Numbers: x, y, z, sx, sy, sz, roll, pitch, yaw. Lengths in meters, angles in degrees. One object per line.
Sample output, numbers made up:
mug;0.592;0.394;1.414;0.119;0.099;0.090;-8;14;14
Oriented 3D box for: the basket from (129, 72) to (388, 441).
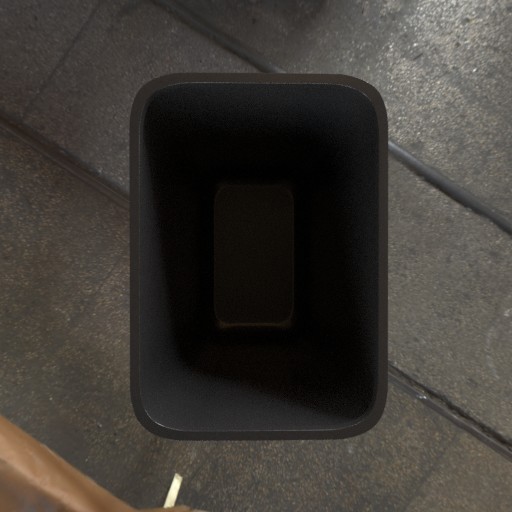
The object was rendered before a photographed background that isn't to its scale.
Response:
basket;0.000;0.000;0.512;0.211;0.307;0.300;0;90;-1
